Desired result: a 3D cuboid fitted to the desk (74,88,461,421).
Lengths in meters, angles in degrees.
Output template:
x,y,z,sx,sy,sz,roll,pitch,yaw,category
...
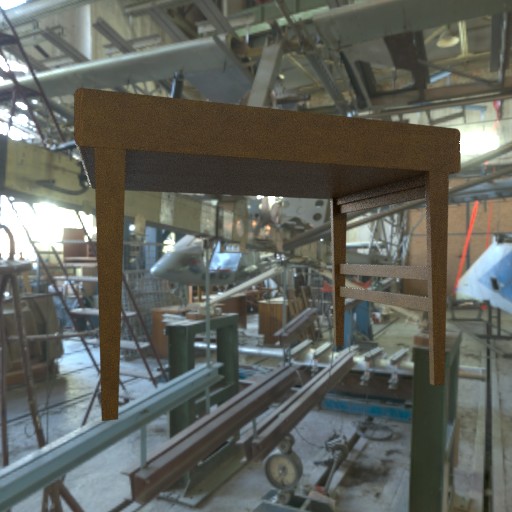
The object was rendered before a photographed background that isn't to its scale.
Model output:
x,y,z,sx,sy,sz,roll,pitch,yaw,category
0.000,0.000,1.469,1.066,0.754,0.660,0,0,-18,desk
